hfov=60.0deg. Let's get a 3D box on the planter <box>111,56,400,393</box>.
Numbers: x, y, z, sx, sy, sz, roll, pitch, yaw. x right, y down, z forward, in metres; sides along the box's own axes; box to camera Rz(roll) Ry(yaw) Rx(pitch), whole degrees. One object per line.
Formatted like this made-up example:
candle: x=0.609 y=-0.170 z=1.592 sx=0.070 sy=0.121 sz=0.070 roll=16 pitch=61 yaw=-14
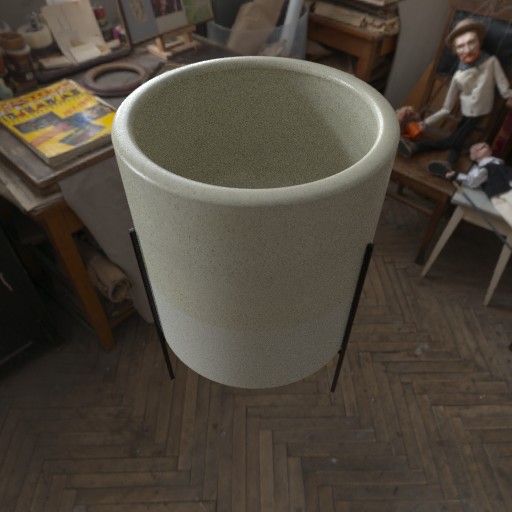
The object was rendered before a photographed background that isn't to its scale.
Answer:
planter: x=0.000 y=0.000 z=0.681 sx=0.324 sy=0.483 sz=0.333 roll=4 pitch=46 yaw=3
